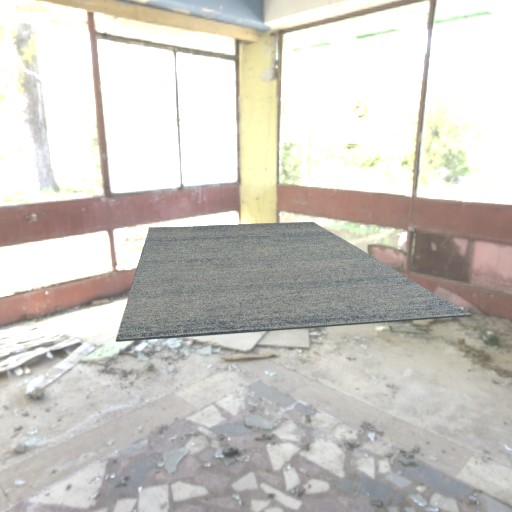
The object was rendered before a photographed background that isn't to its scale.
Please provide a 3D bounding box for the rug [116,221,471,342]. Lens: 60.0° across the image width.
[{"bbox_3d":[0.000,0.000,2.220,1.145,0.021,1.777,-3,15,-10],"label":"rug"}]
